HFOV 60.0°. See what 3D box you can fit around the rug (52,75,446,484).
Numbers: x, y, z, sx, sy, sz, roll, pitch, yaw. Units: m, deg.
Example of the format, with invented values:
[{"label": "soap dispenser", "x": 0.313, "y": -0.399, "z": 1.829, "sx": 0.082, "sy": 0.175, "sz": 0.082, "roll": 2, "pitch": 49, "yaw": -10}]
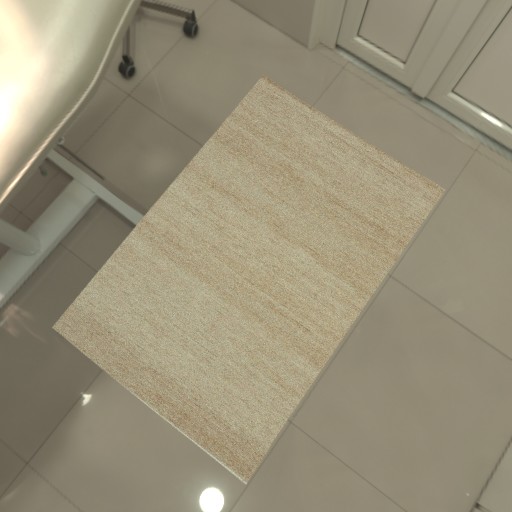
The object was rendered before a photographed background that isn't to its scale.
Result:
[{"label": "rug", "x": 0.000, "y": 0.000, "z": 2.982, "sx": 1.574, "sy": 0.029, "sz": 2.346, "roll": 36, "pitch": 79, "yaw": 8}]
